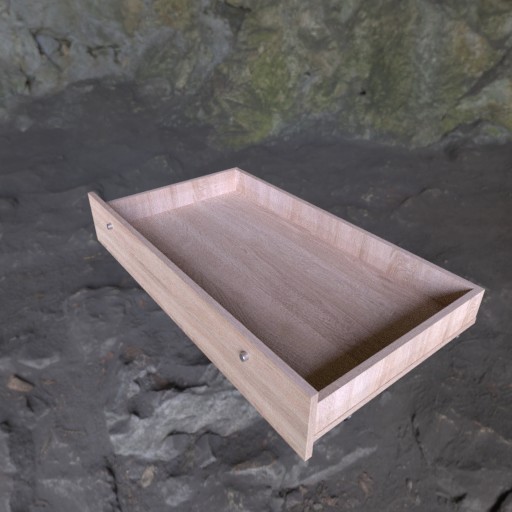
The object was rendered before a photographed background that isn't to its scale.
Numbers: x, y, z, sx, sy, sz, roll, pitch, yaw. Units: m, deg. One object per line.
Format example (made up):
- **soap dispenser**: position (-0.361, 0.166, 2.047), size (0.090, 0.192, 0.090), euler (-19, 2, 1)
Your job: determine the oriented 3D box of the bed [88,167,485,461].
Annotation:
- **bed**: position (0.000, 0.000, 1.468), size (0.685, 0.209, 1.200), euler (-22, 38, -31)
